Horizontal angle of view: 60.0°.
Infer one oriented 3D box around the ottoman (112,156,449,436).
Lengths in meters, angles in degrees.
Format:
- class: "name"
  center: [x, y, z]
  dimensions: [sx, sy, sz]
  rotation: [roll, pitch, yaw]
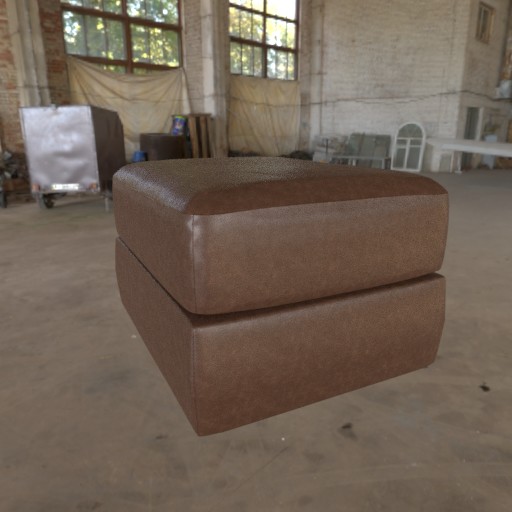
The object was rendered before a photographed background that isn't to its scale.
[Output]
- class: "ottoman"
  center: [0.000, 0.000, 1.149]
  dimensions: [0.603, 0.476, 0.751]
  rotation: [-8, 18, -26]
